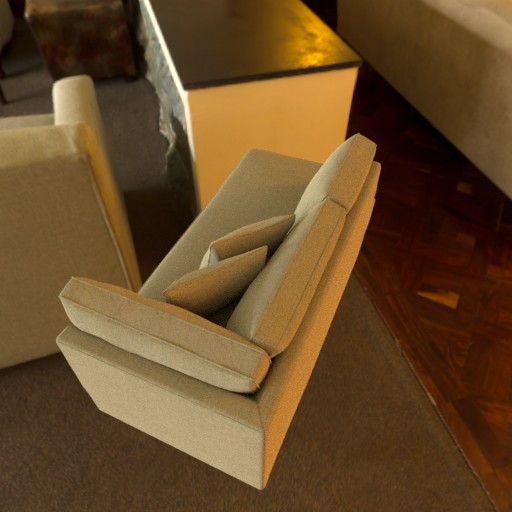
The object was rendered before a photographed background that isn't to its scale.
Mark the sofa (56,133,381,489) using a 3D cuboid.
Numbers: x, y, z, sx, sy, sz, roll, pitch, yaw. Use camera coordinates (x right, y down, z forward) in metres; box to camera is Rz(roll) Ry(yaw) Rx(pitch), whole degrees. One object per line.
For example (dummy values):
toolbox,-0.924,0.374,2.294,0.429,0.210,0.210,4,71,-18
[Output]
sofa,0.000,0.000,2.791,1.110,1.019,2.238,18,50,16
